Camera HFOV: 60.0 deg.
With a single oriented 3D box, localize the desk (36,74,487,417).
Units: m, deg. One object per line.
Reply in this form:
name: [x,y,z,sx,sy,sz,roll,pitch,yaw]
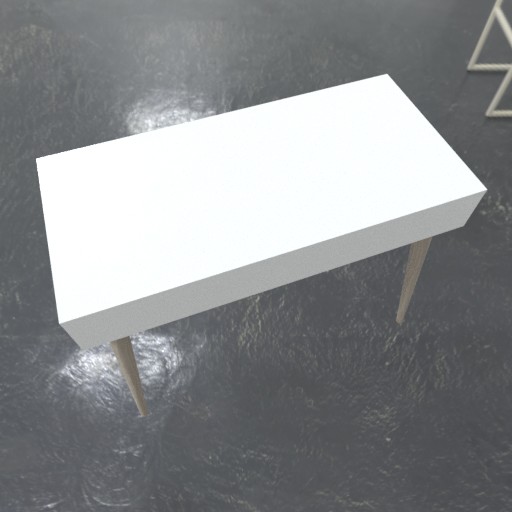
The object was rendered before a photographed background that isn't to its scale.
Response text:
desk: [0.000,0.000,1.365,0.979,0.723,0.491,-17,59,-11]
